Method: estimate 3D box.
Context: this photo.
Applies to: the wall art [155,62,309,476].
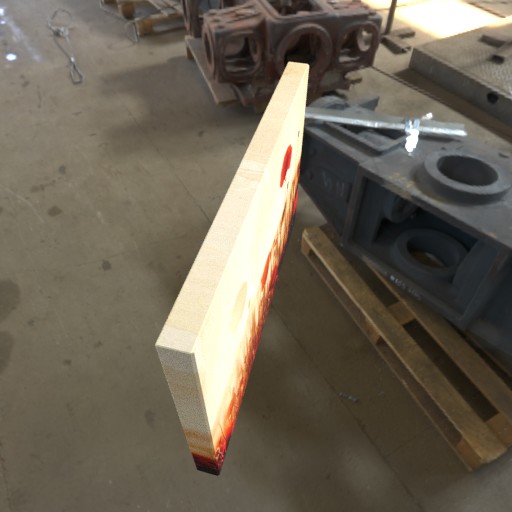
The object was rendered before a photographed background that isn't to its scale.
[{"bbox_3d":[0.000,0.000,0.770,0.040,0.402,0.613,11,50,10],"label":"wall art"}]
